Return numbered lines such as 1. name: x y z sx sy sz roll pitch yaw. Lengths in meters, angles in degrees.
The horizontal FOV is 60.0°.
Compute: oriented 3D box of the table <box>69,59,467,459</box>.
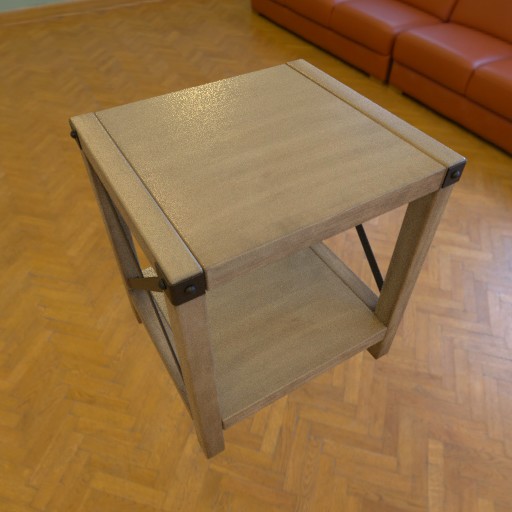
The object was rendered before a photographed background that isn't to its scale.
1. table: 0.000 0.000 0.925 0.510 0.561 0.459 -23 50 -21
